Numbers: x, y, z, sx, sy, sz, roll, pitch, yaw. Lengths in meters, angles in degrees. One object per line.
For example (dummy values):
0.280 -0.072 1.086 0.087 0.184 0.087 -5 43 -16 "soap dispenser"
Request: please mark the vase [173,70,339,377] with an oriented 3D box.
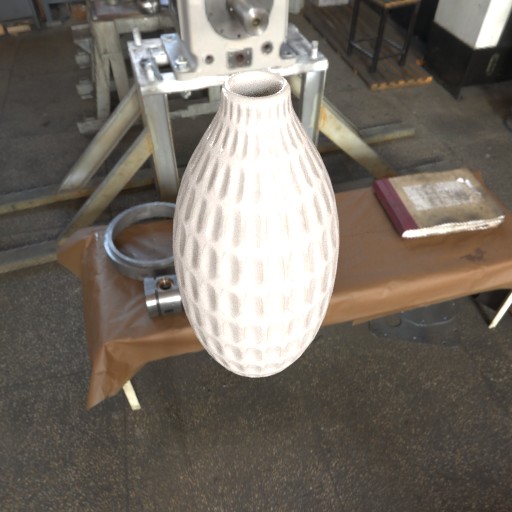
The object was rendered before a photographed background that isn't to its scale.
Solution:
0.000 0.000 0.350 0.127 0.282 0.127 0 47 0 "vase"
